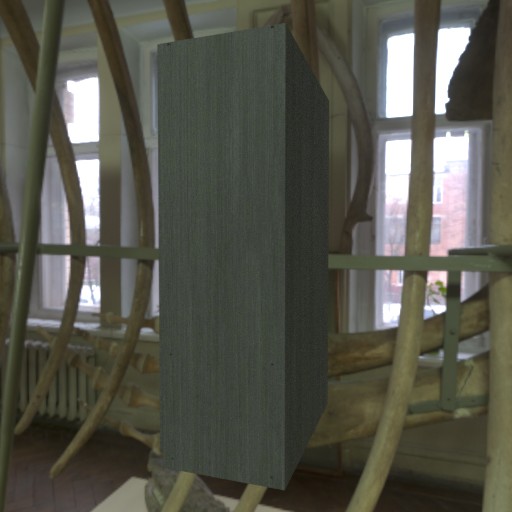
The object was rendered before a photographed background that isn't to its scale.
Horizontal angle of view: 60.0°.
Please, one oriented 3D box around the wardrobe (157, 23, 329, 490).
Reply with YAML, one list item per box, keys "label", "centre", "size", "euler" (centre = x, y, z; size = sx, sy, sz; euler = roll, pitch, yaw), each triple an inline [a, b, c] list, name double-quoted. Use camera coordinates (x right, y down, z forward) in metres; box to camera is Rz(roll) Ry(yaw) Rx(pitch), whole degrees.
- label: "wardrobe"
  centre: [0.000, 0.000, 2.274]
  size: [0.577, 1.808, 0.991]
  euler: [1, 2, 19]
